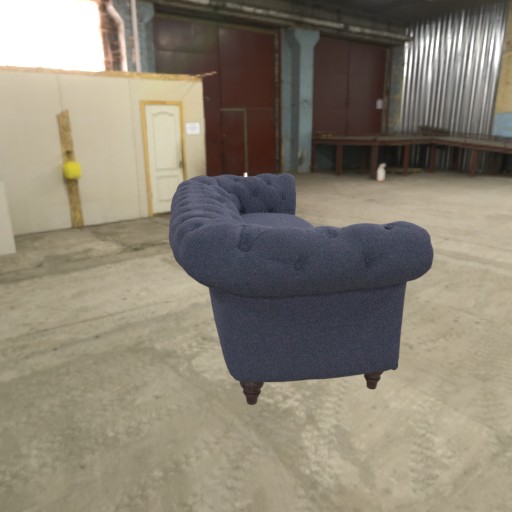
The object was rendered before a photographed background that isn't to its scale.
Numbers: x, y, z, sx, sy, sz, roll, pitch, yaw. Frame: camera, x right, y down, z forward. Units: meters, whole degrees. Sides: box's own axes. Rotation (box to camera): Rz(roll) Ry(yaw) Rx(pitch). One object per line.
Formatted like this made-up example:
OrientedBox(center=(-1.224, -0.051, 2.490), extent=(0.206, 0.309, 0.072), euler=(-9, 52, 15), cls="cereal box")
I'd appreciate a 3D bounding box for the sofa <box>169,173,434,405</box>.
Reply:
OrientedBox(center=(0.000, 0.000, 2.814), extent=(1.046, 0.836, 2.335), euler=(-3, 16, -9), cls="sofa")
